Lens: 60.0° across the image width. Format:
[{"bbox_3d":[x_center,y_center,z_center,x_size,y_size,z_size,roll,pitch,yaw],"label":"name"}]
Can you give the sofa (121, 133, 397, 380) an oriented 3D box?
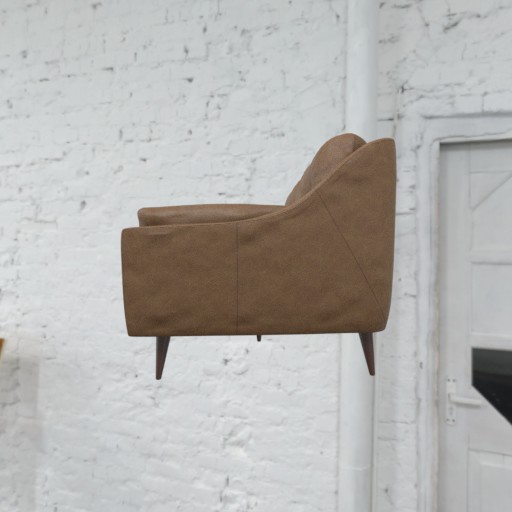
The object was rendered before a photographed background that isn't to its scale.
[{"bbox_3d":[0.000,0.000,2.297,0.981,0.886,1.731,0,0,-1],"label":"sofa"}]
